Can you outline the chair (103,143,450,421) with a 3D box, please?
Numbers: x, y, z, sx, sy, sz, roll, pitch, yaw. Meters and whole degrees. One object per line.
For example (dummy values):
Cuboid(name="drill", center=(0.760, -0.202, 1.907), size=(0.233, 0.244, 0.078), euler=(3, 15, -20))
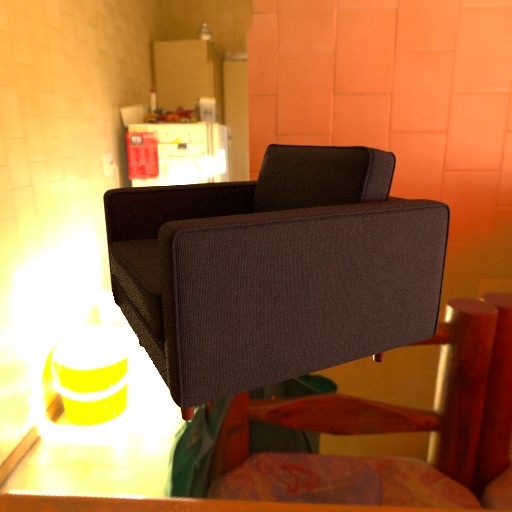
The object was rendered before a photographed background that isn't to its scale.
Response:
Cuboid(name="chair", center=(0.000, 0.000, 1.586), size=(0.919, 0.770, 0.899), euler=(-8, 17, -27))
